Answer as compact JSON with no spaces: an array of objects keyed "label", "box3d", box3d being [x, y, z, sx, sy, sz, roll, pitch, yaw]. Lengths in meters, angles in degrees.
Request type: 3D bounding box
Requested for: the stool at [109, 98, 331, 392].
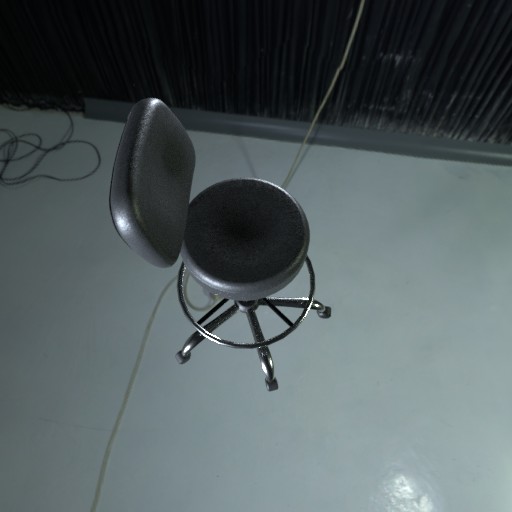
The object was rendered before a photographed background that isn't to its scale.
[{"label":"stool","box3d":[0.000,0.000,1.487,0.658,1.069,0.694,3,63,1]}]
